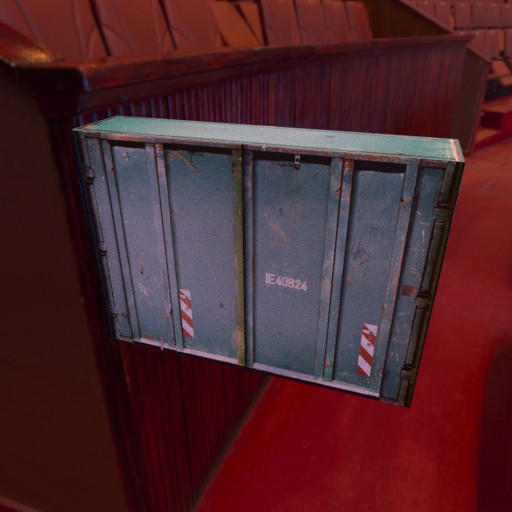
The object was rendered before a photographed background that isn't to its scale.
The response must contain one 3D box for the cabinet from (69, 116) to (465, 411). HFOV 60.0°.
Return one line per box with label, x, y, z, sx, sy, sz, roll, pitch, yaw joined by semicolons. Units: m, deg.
cabinet;0.000;0.000;3.996;3.001;2.160;0.680;9;29;16
